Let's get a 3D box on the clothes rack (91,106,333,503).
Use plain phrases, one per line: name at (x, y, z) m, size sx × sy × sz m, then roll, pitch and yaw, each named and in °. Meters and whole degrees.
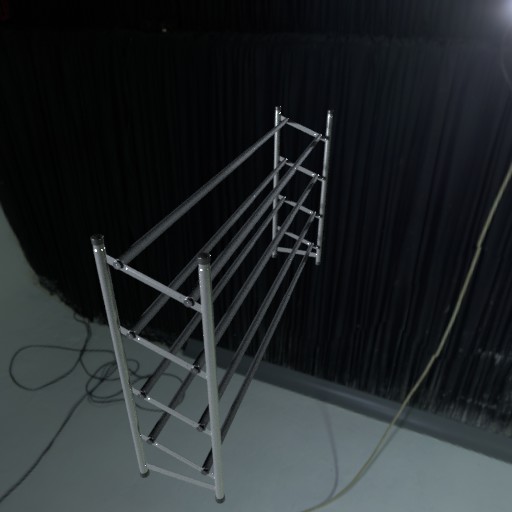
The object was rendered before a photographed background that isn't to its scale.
clothes rack at (0.000, 0.000, 1.386) m, size 0.229 × 0.672 × 1.168 m, roll 10°, pitch 31°, yaw 16°
